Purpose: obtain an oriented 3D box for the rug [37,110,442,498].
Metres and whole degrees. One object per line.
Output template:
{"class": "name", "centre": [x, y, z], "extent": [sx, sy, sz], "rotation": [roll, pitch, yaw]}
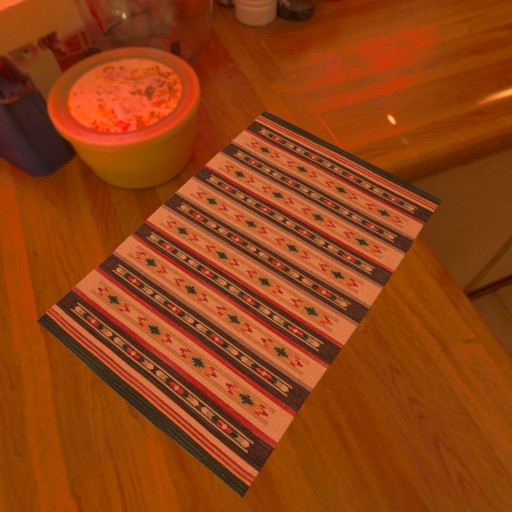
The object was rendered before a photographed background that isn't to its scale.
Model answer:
{"class": "rug", "centre": [0.000, 0.000, 2.266], "extent": [1.221, 0.009, 1.825], "rotation": [32, 64, 18]}
